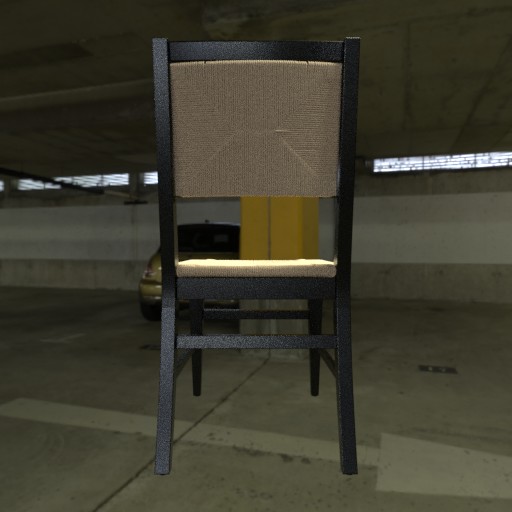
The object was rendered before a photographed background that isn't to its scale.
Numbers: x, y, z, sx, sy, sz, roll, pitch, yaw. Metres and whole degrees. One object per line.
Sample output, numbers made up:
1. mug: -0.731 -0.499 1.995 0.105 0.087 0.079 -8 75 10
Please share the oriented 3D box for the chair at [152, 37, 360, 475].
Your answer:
1. chair: 0.000 0.000 1.197 0.437 0.927 0.552 0 1 0
